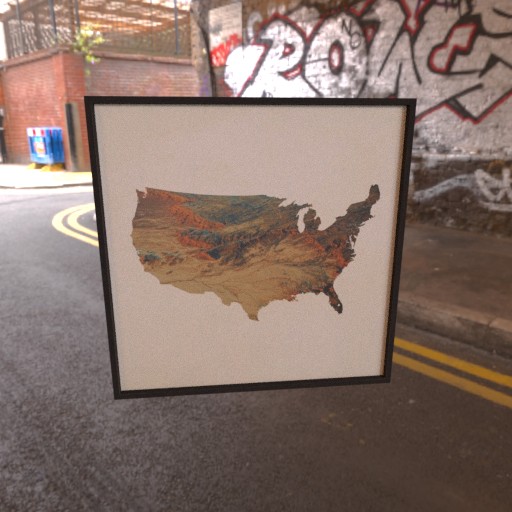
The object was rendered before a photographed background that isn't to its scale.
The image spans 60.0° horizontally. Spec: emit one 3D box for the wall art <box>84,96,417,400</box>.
[{"bbox_3d":[0.000,0.000,1.130,0.762,0.762,0.038,-2,16,-6],"label":"wall art"}]
